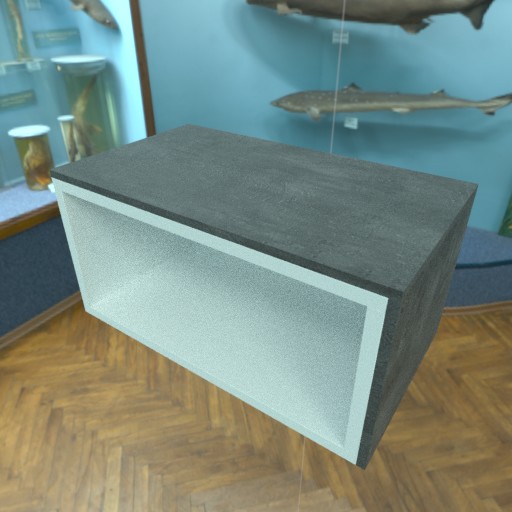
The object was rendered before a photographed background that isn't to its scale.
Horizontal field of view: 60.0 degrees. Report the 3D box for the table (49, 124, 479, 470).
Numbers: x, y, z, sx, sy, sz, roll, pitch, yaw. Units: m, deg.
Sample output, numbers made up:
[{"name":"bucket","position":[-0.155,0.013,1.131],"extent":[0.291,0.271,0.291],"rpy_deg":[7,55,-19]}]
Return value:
[{"name":"table","position":[0.000,0.000,0.921],"extent":[0.700,0.350,0.400],"rpy_deg":[20,37,29]}]
